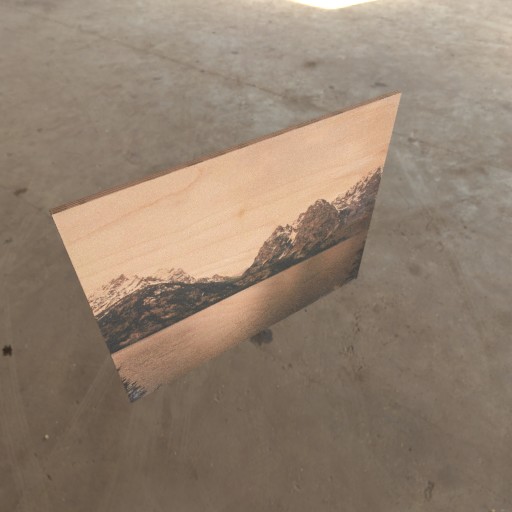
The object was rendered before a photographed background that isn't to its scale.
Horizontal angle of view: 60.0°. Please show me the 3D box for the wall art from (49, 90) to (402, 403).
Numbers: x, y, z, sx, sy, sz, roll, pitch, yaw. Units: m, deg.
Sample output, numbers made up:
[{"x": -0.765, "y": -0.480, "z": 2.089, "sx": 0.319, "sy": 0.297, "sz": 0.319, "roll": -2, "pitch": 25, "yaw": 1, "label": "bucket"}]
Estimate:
[{"x": 0.000, "y": 0.000, "z": 0.699, "sx": 0.508, "sy": 0.408, "sz": 0.010, "roll": -25, "pitch": 50, "yaw": -23, "label": "wall art"}]
